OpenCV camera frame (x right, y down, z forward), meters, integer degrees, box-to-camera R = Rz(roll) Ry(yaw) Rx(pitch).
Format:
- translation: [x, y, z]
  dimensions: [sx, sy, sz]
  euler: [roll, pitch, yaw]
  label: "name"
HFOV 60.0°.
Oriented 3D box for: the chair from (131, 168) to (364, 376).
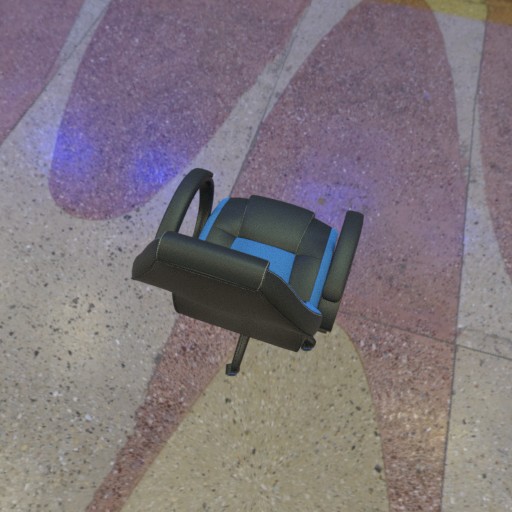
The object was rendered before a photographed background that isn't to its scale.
- translation: [0.000, 0.000, 1.645]
  dimensions: [0.673, 1.187, 0.724]
  euler: [17, 64, 9]
  label: "chair"
